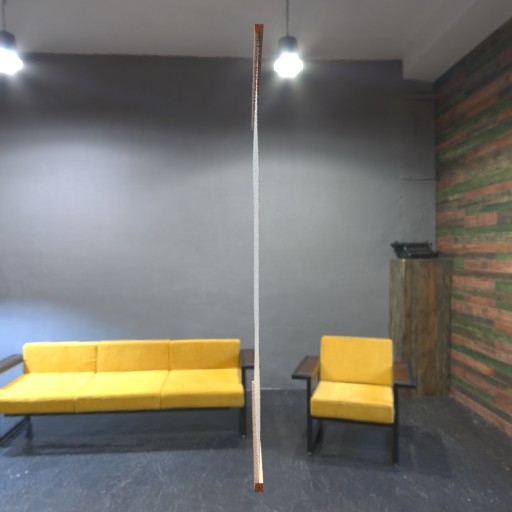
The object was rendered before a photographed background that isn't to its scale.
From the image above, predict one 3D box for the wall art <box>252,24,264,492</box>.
[{"bbox_3d":[0.000,0.000,1.332,0.020,1.013,0.758,0,0,-1],"label":"wall art"}]
